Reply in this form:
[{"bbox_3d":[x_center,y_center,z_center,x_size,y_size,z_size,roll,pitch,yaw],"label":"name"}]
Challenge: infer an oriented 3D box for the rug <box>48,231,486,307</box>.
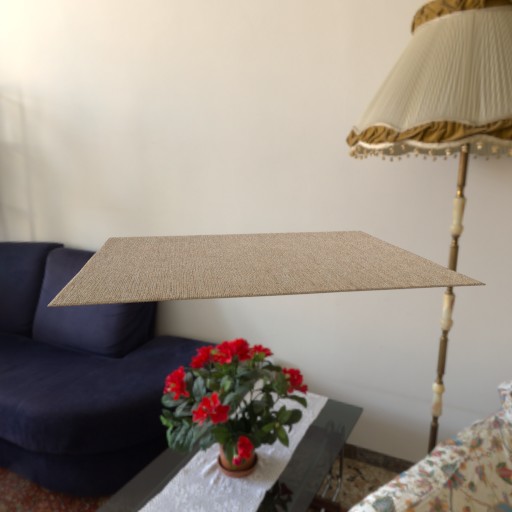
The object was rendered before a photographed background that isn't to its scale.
[{"bbox_3d":[0.000,0.000,4.172,3.034,0.012,2.406,-2,13,-9],"label":"rug"}]
